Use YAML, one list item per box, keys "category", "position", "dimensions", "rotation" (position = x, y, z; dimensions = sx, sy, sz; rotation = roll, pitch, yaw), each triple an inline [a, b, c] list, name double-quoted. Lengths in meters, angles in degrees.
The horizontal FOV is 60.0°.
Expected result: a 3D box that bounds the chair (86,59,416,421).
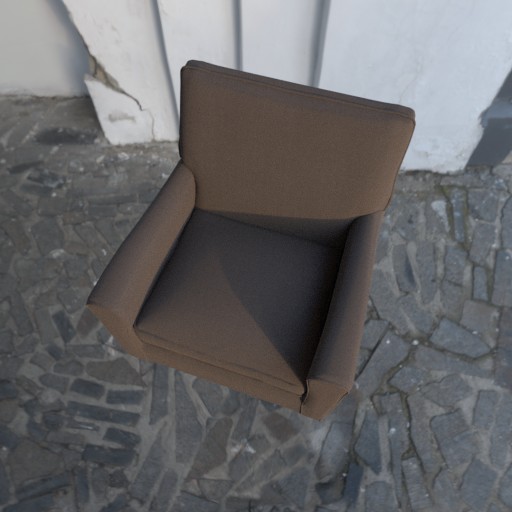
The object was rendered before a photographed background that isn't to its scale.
- category: "chair"
  position: [0.000, 0.000, 1.616]
  dimensions: [0.836, 0.911, 0.831]
  rotation: [16, 61, 9]
